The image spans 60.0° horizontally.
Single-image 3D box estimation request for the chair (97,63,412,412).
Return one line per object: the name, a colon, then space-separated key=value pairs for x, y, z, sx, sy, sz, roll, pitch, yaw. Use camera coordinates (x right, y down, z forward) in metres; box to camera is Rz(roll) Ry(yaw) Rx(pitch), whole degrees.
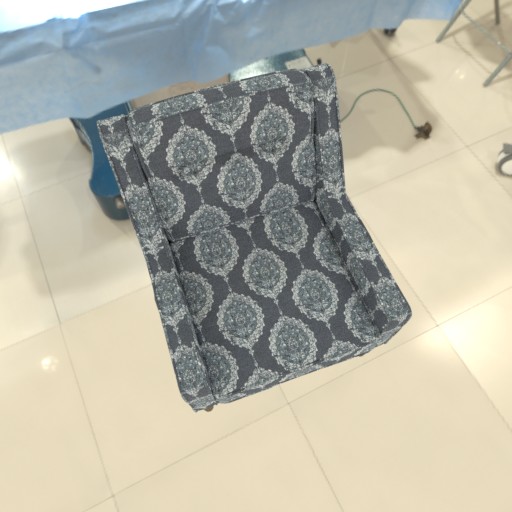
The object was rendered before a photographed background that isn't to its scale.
chair: x=0.000 y=0.000 z=1.361 sx=0.663 sy=0.792 sz=0.743 roll=-17 pitch=65 yaw=-8
